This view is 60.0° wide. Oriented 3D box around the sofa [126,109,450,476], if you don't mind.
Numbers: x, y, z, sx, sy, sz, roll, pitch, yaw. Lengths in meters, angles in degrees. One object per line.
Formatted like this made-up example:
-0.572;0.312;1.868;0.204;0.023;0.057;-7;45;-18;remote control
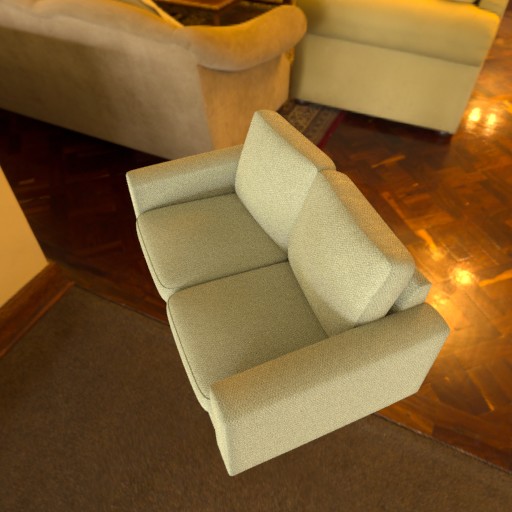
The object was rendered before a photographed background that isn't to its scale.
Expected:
0.000;0.000;2.234;1.016;0.873;1.616;-17;48;-16;sofa
